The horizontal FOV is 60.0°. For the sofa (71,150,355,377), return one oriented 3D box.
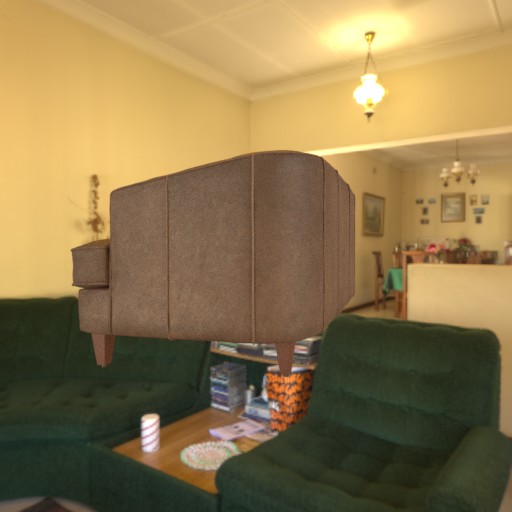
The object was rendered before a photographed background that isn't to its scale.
[{"bbox_3d":[0.000,0.000,2.307,0.917,0.799,1.767,0,2,18],"label":"sofa"}]
